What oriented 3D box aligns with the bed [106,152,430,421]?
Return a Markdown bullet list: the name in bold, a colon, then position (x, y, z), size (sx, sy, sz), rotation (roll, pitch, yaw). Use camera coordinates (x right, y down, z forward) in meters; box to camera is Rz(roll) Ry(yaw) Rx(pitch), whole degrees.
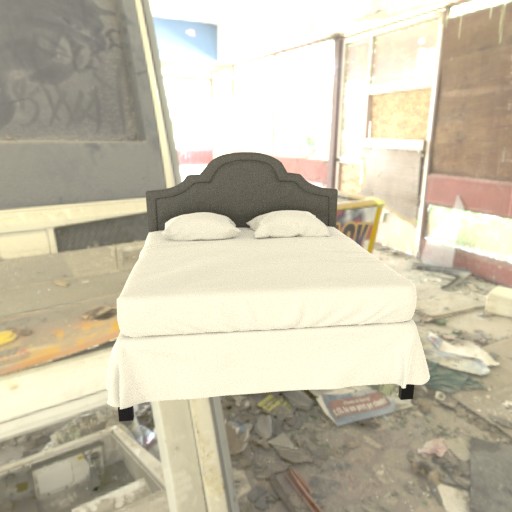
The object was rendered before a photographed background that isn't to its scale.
- **bed**: position (0.000, 0.000, 3.765), size (2.303, 1.631, 2.222), rotation (-2, 16, -7)
